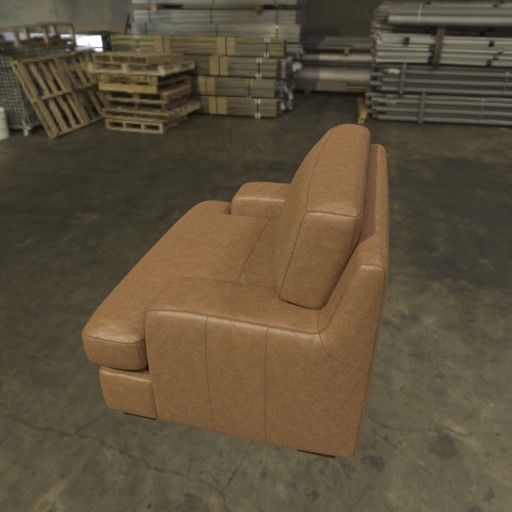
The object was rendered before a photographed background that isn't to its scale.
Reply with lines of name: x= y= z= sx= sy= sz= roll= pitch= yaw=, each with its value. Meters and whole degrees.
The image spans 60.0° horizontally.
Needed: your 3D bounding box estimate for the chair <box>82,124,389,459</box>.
chair: x=0.000 y=0.000 z=1.942 sx=1.050 sy=0.978 sz=1.276 roll=7 pitch=31 yaw=12
